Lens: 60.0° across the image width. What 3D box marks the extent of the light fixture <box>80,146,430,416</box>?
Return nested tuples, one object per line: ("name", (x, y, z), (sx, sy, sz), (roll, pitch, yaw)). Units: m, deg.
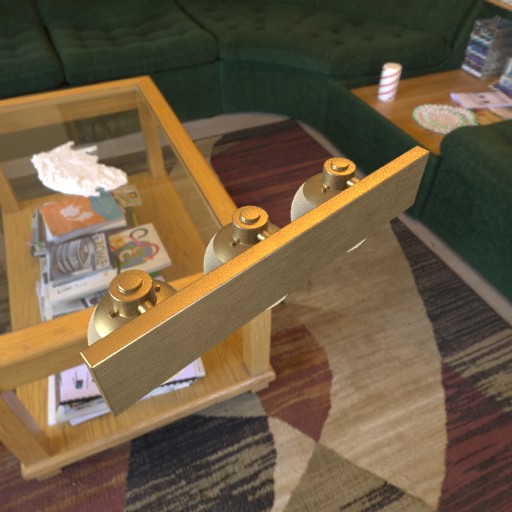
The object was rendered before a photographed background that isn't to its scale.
("light fixture", (0.000, 0.000, 0.848), (0.721, 0.263, 0.218), (-32, 53, -28))
